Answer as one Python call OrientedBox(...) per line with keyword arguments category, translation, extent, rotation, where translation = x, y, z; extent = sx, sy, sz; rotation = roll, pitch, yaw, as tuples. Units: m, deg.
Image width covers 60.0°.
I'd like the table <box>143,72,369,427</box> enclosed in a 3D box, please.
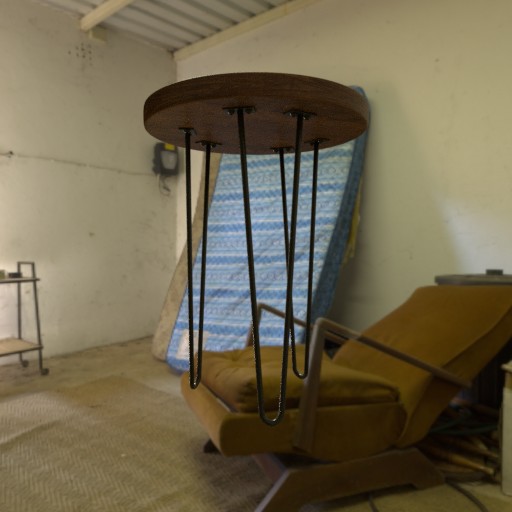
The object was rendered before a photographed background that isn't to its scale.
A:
OrientedBox(category="table", translation=(0.000, 0.000, 0.817), extent=(0.400, 0.520, 0.400), rotation=(0, 1, 0))
